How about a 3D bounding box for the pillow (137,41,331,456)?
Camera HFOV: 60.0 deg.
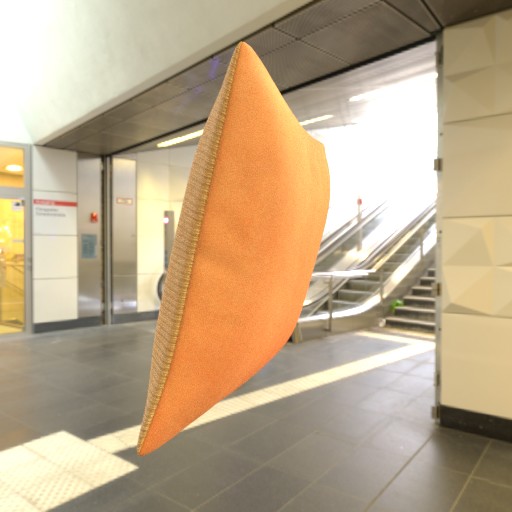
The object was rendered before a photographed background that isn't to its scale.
[{"bbox_3d":[0.000,0.000,0.625,0.177,0.401,0.424,0,1,18],"label":"pillow"}]
